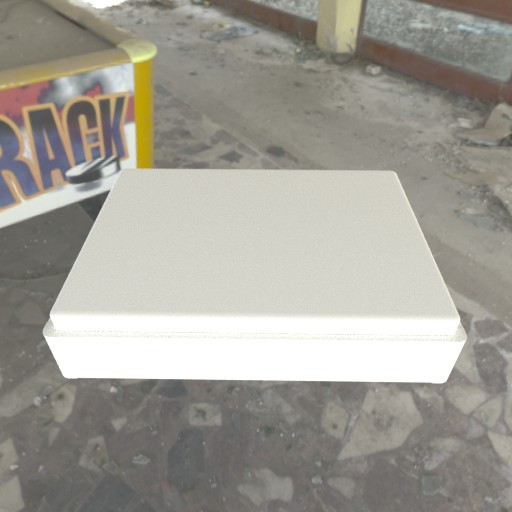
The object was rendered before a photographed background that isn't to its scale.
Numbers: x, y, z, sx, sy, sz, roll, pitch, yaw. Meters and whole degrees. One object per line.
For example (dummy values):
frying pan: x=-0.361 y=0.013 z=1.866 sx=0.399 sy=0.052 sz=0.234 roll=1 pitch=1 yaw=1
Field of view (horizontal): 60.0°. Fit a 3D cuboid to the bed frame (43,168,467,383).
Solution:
bed frame: x=0.000 y=0.000 z=2.561 sx=1.900 sy=0.406 sz=1.400 roll=1 pitch=40 yaw=1
